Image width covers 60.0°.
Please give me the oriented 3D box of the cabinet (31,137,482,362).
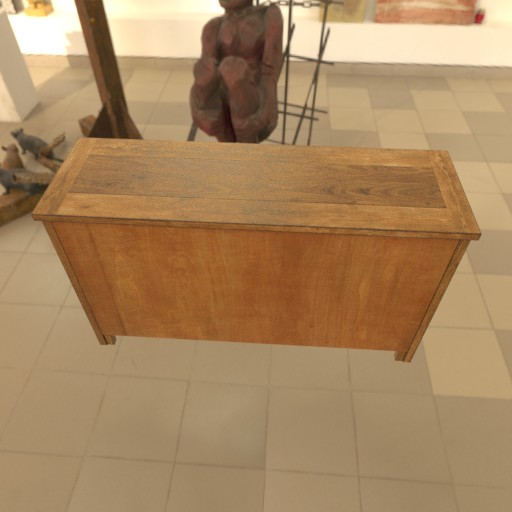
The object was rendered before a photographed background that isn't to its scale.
[{"bbox_3d":[0.000,0.000,1.904,1.474,0.813,0.480,3,47,3],"label":"cabinet"}]
